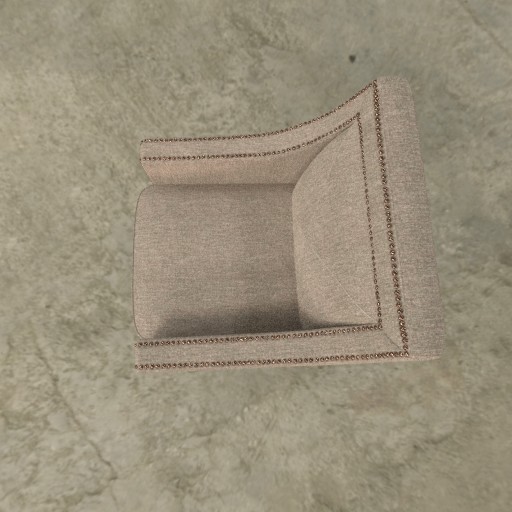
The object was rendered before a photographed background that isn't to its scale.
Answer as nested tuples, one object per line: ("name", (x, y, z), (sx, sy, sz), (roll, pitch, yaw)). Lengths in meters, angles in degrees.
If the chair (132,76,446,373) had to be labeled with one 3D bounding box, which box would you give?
("chair", (0.000, 0.000, 1.581), (0.884, 0.967, 0.776), (-2, 76, -1))
